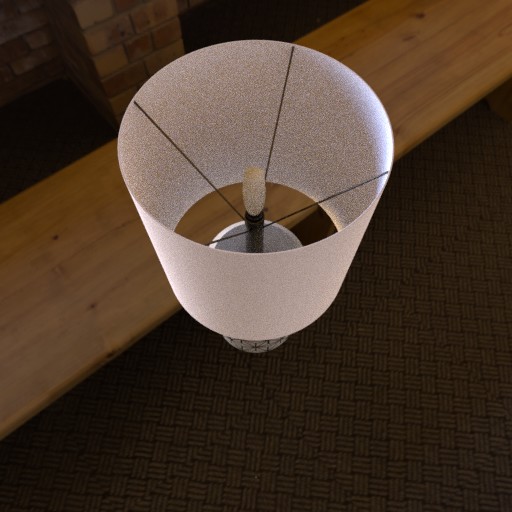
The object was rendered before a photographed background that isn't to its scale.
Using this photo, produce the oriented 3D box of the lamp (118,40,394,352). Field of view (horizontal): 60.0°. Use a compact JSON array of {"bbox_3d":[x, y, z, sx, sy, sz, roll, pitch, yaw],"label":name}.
[{"bbox_3d":[0.000,0.000,0.519,0.206,0.416,0.206,18,65,9],"label":"lamp"}]
